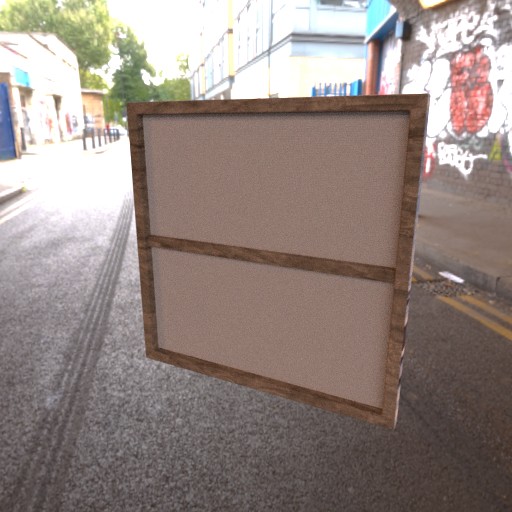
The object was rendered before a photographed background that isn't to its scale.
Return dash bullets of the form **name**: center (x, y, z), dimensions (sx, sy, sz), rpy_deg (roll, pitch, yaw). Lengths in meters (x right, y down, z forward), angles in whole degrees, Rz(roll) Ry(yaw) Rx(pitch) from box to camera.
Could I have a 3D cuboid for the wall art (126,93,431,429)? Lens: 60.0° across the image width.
- **wall art**: center (0.000, 0.000, 1.115), dimensions (0.747, 0.747, 0.035), rpy_deg (8, 18, 26)
